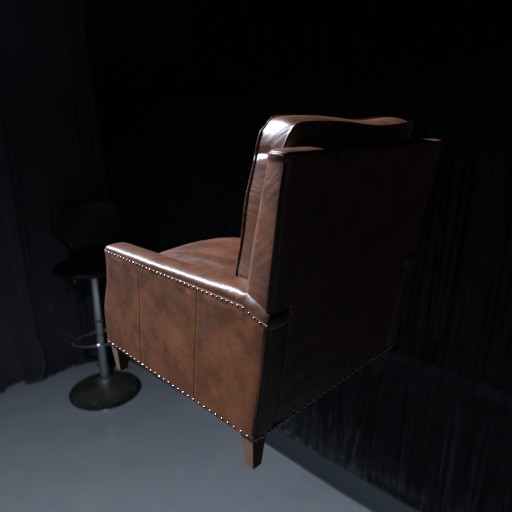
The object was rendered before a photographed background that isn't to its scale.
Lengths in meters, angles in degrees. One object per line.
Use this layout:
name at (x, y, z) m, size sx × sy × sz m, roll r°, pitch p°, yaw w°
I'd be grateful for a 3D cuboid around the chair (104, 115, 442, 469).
chair at (0.000, 0.000, 1.753) m, size 1.035 × 1.054 × 0.854 m, roll 16°, pitch 23°, yaw 42°
